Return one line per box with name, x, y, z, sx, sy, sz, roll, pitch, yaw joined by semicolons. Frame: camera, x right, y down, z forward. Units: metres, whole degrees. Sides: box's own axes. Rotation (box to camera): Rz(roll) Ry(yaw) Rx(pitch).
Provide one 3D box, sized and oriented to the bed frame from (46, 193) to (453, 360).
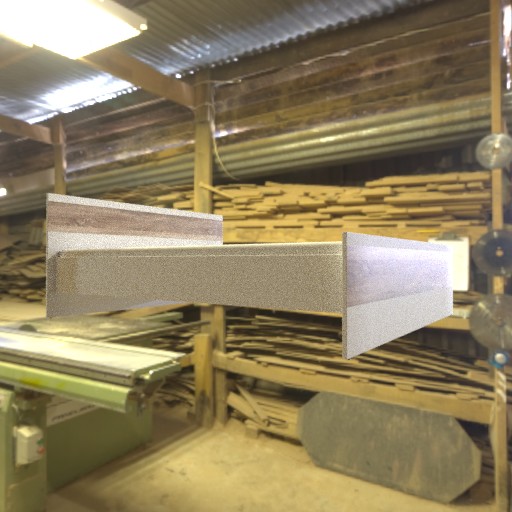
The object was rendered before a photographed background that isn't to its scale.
bed frame;0.000;0.000;2.922;2.060;0.800;1.720;0;-1;36
